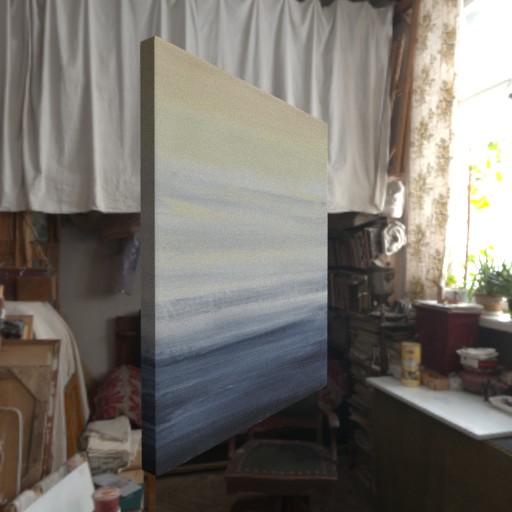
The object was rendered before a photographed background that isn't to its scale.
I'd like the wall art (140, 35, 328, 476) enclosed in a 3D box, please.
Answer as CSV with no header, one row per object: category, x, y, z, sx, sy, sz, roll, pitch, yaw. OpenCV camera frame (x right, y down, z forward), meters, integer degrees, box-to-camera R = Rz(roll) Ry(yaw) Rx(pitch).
wall art,0.000,0.000,0.966,0.041,0.710,0.608,1,1,36
